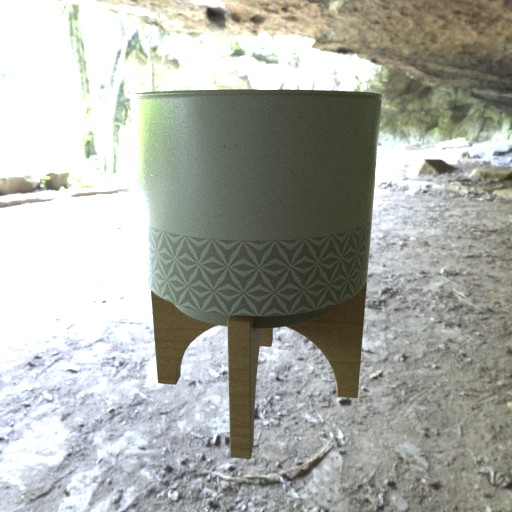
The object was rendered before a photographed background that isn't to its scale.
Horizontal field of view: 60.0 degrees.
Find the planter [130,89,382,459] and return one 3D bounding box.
[{"bbox_3d":[0.000,0.000,0.382,0.188,0.260,0.188,0,18,0],"label":"planter"}]
